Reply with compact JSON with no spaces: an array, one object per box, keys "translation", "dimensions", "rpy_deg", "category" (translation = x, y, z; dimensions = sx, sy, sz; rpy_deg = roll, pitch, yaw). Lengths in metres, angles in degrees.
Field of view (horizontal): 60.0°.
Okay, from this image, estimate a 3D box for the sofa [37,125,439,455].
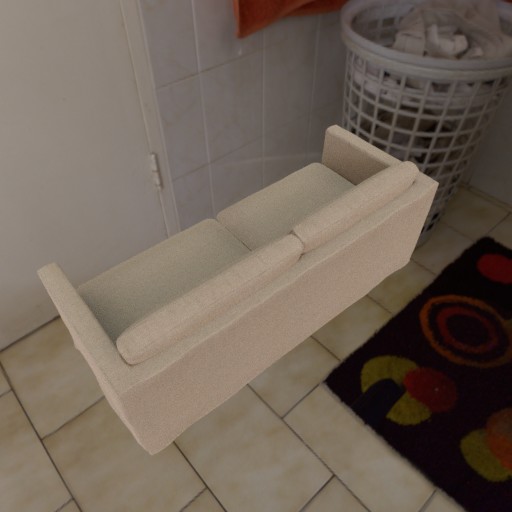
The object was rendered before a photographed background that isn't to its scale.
[{"translation":[0.000,0.000,2.799],"dimensions":[2.312,0.853,0.962],"rpy_deg":[-31,54,-26],"category":"sofa"}]
